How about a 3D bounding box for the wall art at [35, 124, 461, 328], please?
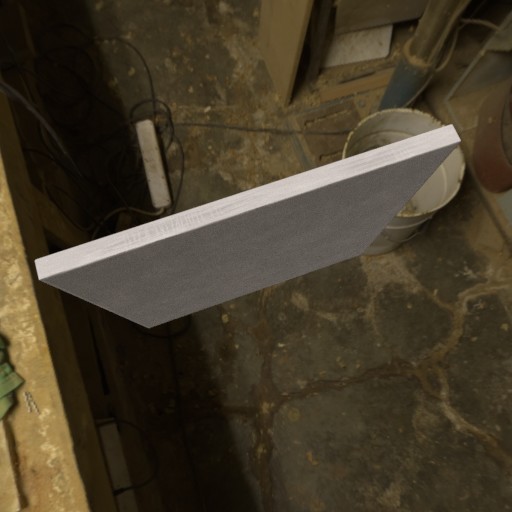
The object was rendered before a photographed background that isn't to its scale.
[{"bbox_3d":[0.000,0.000,0.448,0.303,0.303,0.015,-19,76,-5],"label":"wall art"}]
